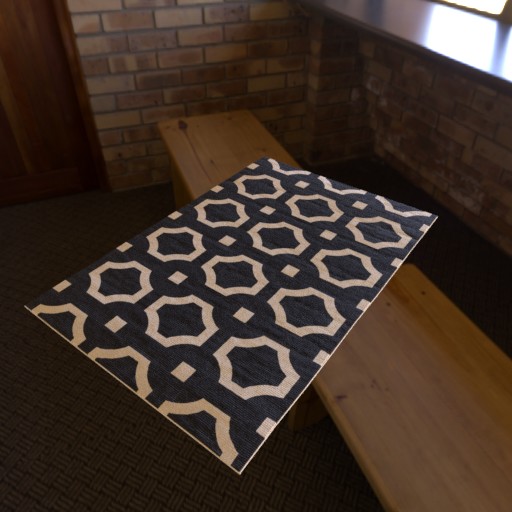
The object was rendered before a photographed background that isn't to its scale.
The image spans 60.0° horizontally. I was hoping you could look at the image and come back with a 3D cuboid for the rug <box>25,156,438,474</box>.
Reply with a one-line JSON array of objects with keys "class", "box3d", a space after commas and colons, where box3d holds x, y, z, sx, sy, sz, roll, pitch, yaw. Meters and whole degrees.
[{"class": "rug", "box3d": [0.000, 0.000, 2.843, 1.555, 0.016, 2.286, 26, 46, 28]}]
